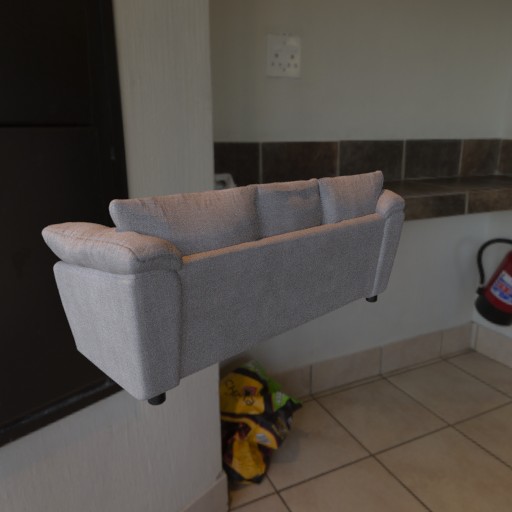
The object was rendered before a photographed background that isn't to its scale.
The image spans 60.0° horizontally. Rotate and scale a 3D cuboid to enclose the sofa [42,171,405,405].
[{"bbox_3d":[0.000,0.000,2.862,2.334,0.996,0.878,-15,21,-42],"label":"sofa"}]
